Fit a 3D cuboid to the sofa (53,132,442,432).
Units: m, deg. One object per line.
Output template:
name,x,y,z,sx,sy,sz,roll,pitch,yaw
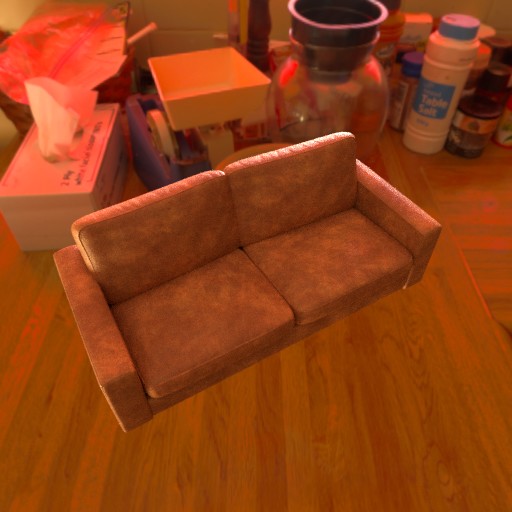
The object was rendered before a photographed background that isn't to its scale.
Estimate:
sofa,0.000,0.000,2.757,2.179,0.873,1.016,-23,50,-20
